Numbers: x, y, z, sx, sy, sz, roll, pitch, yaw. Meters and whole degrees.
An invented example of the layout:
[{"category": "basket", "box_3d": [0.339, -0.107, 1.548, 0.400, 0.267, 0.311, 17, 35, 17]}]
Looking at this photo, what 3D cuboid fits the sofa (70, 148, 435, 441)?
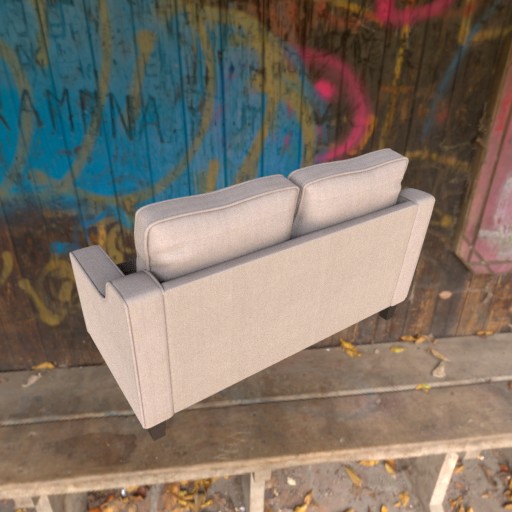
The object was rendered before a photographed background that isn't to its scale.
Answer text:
[{"category": "sofa", "box_3d": [0.000, 0.000, 2.098, 1.500, 0.948, 0.791, -19, 34, -30]}]
